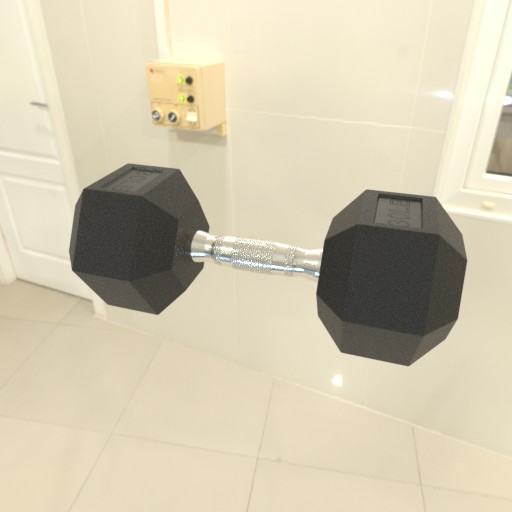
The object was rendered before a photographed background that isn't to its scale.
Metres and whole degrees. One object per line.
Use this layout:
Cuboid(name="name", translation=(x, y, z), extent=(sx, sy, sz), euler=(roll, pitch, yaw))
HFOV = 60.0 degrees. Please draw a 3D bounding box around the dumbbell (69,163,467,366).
Cuboid(name="dumbbell", translation=(0.000, 0.000, 0.403), extent=(0.337, 0.123, 0.142), euler=(9, 31, 15))
